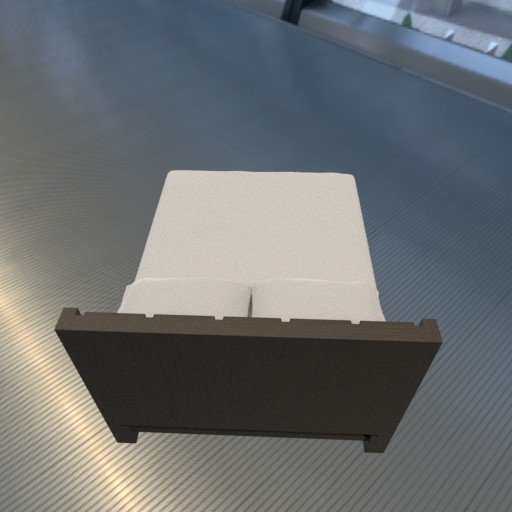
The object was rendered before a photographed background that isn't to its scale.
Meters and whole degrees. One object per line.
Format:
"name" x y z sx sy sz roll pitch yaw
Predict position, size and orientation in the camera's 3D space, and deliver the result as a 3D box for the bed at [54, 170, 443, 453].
"bed" 0.000 0.000 3.203 1.727 1.270 2.242 2 46 2
